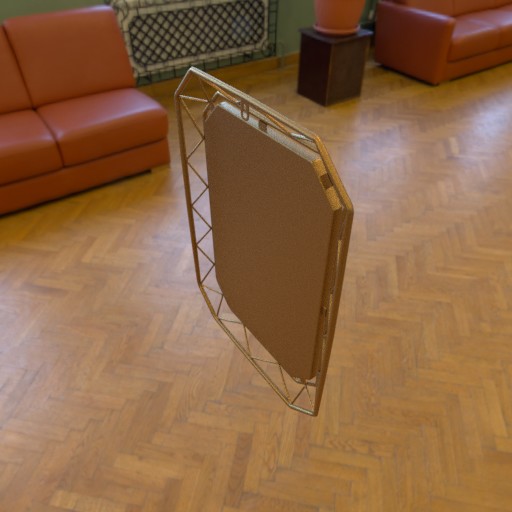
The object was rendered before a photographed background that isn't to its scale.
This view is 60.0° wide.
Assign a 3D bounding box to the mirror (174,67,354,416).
[{"bbox_3d":[0.000,0.000,0.758,0.042,0.566,0.417,-25,47,-26],"label":"mirror"}]
